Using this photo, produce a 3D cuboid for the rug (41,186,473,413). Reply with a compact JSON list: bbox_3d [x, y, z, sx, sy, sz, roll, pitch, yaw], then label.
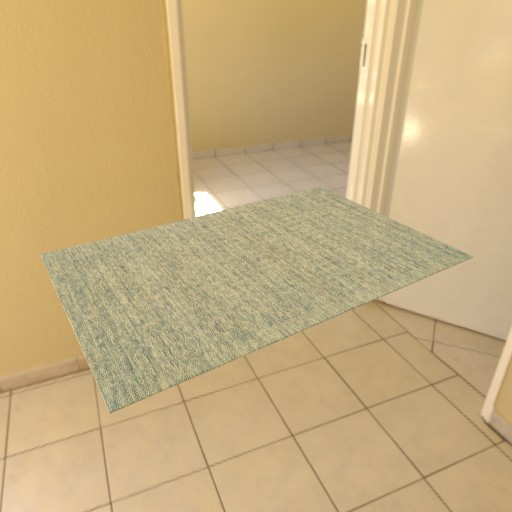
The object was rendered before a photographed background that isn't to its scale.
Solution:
[{"bbox_3d":[0.000,0.000,2.144,1.752,0.006,1.142,-17,34,-28],"label":"rug"}]
